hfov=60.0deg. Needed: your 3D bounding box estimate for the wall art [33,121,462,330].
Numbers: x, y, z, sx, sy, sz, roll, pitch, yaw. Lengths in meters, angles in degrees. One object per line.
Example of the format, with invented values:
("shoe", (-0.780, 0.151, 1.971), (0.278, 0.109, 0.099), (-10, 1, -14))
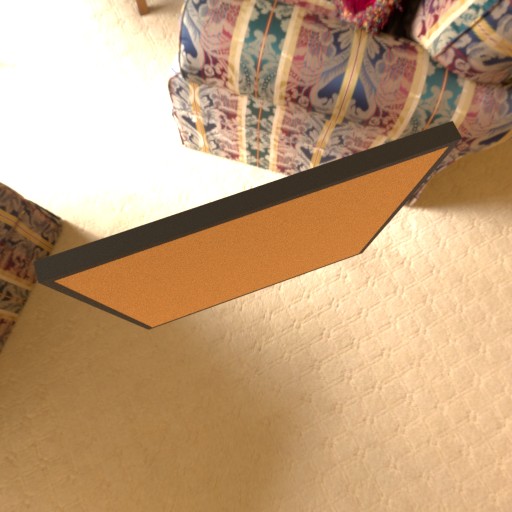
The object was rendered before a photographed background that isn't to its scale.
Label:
("wall art", (0.000, 0.000, 1.122), (0.763, 0.763, 0.038), (-19, 76, -5))
